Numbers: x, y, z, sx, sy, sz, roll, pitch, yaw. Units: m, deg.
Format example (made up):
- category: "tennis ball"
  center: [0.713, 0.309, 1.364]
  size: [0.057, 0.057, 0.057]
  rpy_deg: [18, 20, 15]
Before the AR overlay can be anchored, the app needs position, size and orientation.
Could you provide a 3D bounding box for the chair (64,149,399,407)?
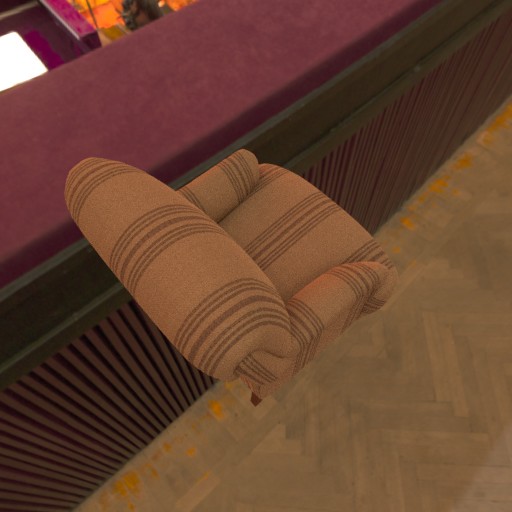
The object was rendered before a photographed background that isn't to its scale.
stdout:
- category: "chair"
  center: [0.000, 0.000, 1.609]
  size: [0.914, 0.940, 0.813]
  rpy_deg: [-37, 65, -20]
